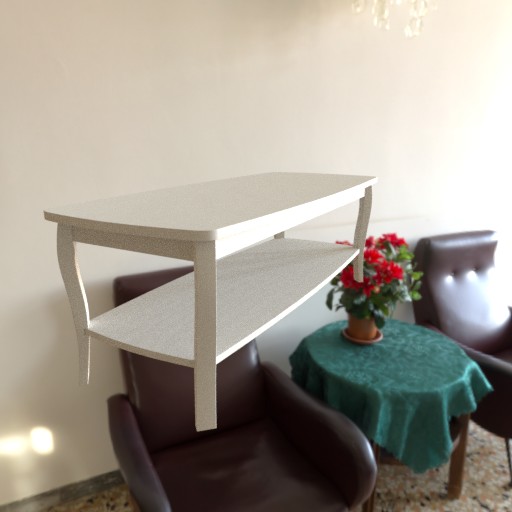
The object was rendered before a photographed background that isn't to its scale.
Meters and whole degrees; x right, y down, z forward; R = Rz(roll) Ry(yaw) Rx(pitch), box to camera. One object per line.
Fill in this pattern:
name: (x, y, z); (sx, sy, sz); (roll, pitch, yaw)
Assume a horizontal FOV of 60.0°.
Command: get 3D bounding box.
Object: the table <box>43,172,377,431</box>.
table: (0.000, 0.000, 1.568); (0.561, 0.474, 1.334); (8, 18, 28)
